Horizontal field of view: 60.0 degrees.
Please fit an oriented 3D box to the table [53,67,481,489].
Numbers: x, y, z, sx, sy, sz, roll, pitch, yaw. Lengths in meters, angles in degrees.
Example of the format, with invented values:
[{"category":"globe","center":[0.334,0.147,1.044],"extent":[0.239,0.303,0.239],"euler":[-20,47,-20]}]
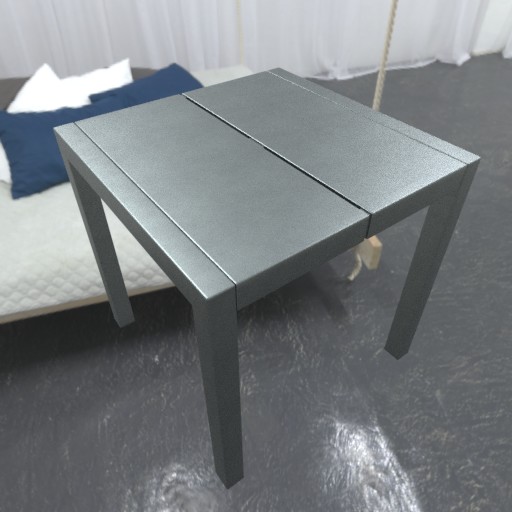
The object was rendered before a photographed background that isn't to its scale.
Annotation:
[{"category":"table","center":[0.000,0.000,0.901],"extent":[0.508,0.508,0.508],"euler":[-26,48,-26]}]
